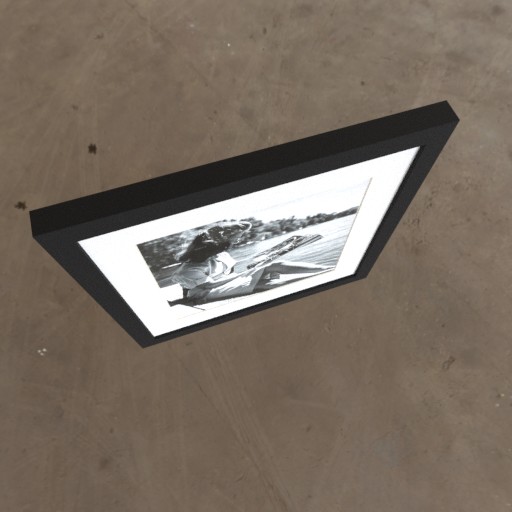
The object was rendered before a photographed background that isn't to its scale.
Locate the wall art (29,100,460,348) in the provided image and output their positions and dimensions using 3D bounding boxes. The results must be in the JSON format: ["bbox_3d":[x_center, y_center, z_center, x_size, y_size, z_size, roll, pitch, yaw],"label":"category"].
[{"bbox_3d":[0.000,0.000,0.670,0.462,0.458,0.030,-17,66,-8],"label":"wall art"}]
